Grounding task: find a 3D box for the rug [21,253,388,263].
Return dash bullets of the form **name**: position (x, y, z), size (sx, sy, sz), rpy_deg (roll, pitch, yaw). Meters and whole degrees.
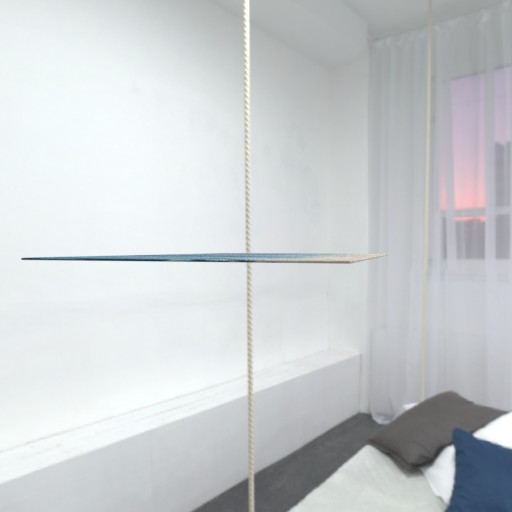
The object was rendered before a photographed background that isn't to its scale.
- **rug**: position (0.000, 0.000, 2.305), size (1.232, 0.009, 1.836), rpy_deg (0, 1, 20)
